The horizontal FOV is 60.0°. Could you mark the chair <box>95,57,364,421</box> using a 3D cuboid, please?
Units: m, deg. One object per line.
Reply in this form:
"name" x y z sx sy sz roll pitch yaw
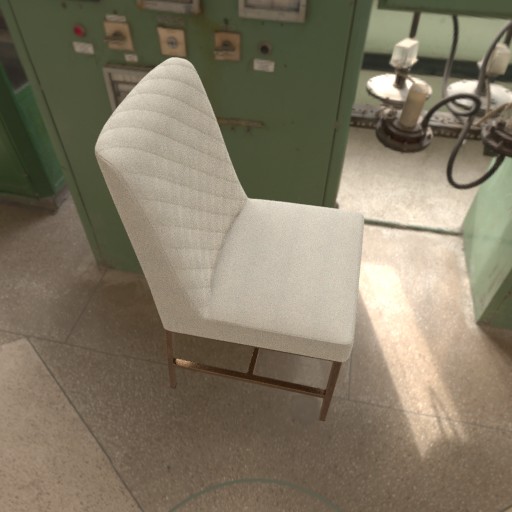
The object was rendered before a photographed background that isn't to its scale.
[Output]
"chair" 0.000 0.000 1.278 0.597 0.933 0.503 9 48 9
